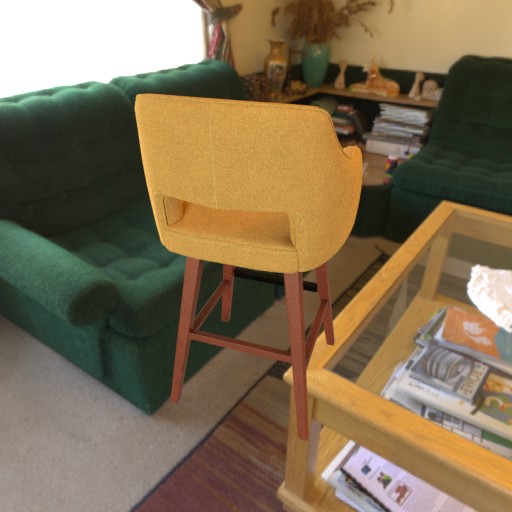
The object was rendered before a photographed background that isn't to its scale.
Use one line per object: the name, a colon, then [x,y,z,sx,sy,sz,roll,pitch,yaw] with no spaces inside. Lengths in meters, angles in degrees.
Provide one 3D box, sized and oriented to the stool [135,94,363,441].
stool: [0.000,0.000,1.341,0.548,1.012,0.558,10,33,16]
